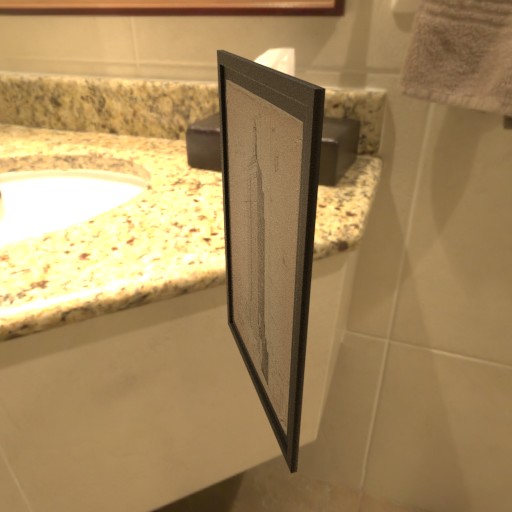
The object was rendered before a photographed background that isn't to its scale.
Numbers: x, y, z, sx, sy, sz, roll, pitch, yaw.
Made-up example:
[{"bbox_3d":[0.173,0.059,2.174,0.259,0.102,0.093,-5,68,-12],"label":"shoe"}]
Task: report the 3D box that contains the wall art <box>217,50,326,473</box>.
[{"bbox_3d":[0.000,0.000,0.825,0.012,0.661,0.451,-9,31,-15],"label":"wall art"}]
